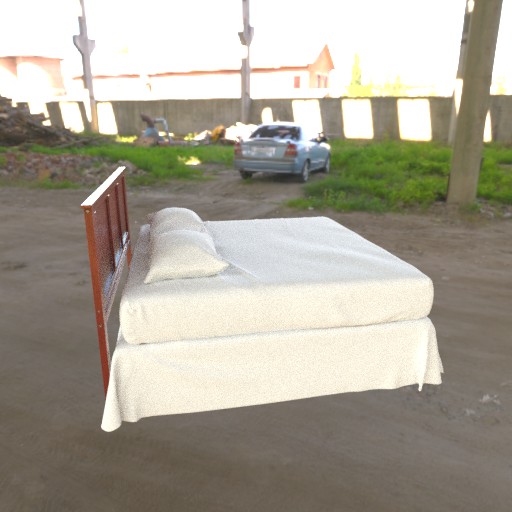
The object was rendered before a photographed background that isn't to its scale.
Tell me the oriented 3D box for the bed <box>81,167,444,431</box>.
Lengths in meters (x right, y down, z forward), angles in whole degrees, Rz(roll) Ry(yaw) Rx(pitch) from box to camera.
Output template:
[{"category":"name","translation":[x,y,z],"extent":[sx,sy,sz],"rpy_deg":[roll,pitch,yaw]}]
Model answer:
[{"category":"bed","translation":[0.000,0.000,3.578],"extent":[2.219,1.271,2.314],"rpy_deg":[-3,17,-11]}]
